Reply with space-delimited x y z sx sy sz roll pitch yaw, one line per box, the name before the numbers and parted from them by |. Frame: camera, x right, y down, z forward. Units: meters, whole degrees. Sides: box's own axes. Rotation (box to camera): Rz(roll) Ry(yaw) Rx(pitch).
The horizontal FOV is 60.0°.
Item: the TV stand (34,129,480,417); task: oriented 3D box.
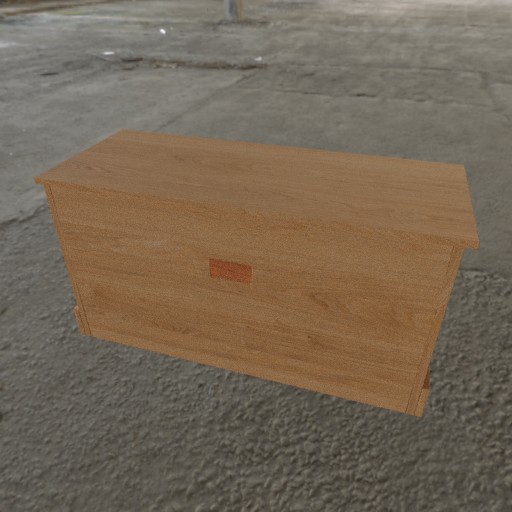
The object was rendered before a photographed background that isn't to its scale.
TV stand | 0.000 0.000 1.347 1.080 0.550 0.440 10 35 15
